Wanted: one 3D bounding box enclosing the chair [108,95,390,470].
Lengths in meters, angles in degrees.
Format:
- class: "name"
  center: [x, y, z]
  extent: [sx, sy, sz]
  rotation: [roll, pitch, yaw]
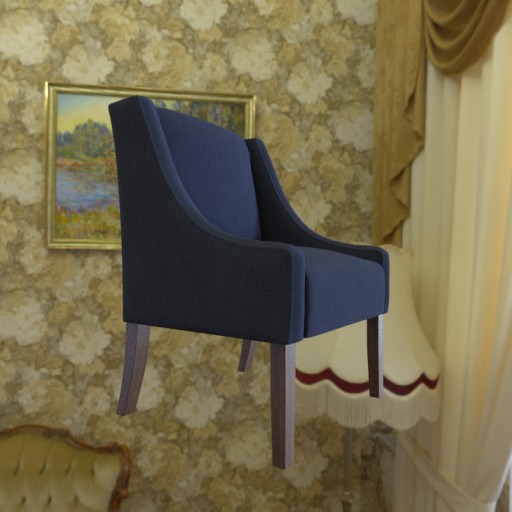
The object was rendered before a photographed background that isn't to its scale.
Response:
- class: "chair"
  center: [0.000, 0.000, 1.338]
  extent: [0.629, 0.895, 0.629]
  rotation: [0, 0, 35]
